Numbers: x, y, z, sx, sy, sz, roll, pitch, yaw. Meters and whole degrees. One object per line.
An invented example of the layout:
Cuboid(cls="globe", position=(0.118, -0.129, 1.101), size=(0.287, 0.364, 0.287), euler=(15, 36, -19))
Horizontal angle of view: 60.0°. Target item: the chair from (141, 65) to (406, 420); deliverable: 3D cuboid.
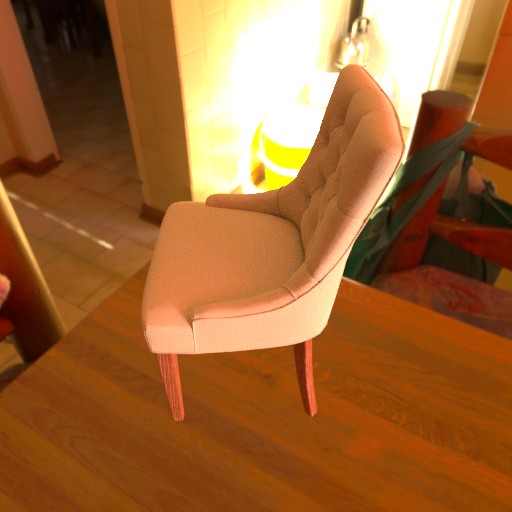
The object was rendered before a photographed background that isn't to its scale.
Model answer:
Cuboid(cls="chair", position=(0.000, 0.000, 1.194), size=(0.565, 0.874, 0.509), euler=(0, 41, 0))
